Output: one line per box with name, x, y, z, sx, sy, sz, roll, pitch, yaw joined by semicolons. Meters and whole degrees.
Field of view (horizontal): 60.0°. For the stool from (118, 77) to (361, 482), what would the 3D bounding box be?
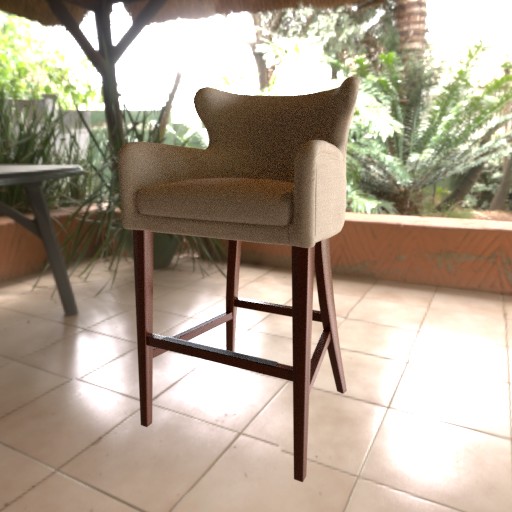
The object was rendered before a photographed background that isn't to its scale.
stool;0.000;0.000;1.358;0.556;1.034;0.563;7;15;26
